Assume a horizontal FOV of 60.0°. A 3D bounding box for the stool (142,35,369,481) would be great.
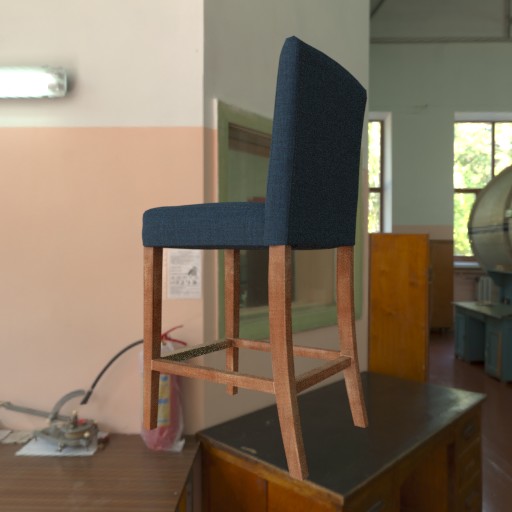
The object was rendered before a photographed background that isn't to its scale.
[{"bbox_3d":[0.000,0.000,1.346,0.567,1.039,0.454,0,1,35],"label":"stool"}]
